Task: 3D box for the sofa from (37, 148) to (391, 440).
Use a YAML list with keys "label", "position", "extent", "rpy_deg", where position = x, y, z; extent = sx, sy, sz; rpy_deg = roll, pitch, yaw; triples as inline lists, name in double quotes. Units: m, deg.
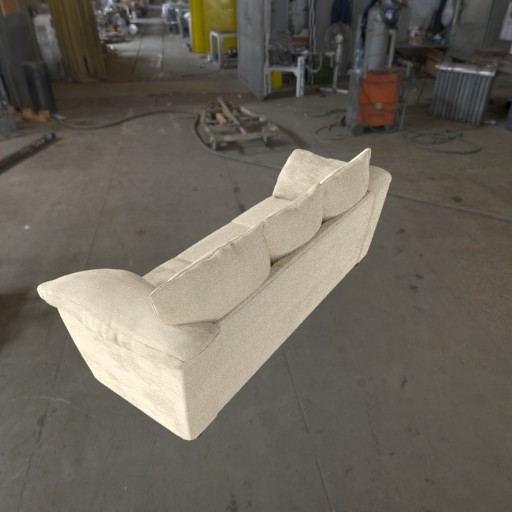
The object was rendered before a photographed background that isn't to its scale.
- label: "sofa"
  position: [0.000, 0.000, 2.810]
  extent: [0.893, 0.981, 2.377]
  rpy_deg: [21, 38, 29]
